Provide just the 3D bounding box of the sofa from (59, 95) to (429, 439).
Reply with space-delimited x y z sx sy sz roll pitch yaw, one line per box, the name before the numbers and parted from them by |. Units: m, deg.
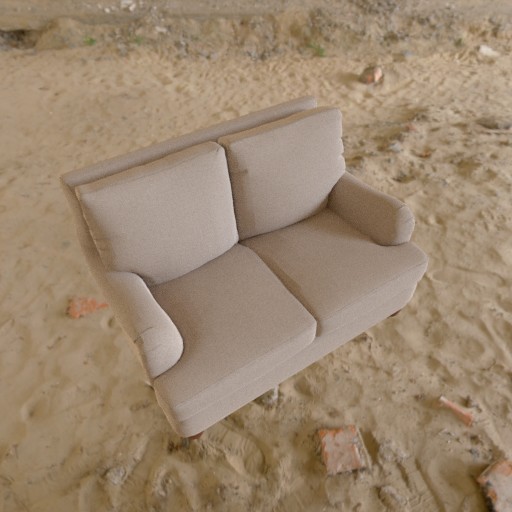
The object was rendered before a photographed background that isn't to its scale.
sofa | 0.000 0.000 2.269 1.508 1.048 1.087 -25 51 -22
